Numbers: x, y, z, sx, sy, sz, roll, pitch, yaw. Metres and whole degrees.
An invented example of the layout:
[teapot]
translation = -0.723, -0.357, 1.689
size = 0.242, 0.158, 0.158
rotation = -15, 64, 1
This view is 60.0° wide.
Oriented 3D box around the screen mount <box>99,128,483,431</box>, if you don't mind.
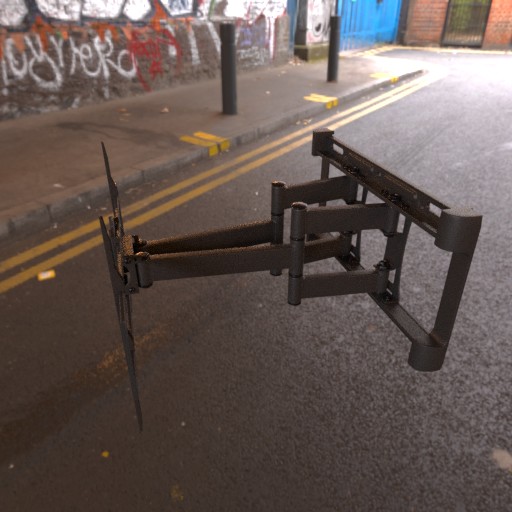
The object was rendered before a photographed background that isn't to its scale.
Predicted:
[screen mount]
translation = 0.000, 0.000, 1.070
size = 0.644, 0.491, 0.661
rotation = -8, 31, -14
